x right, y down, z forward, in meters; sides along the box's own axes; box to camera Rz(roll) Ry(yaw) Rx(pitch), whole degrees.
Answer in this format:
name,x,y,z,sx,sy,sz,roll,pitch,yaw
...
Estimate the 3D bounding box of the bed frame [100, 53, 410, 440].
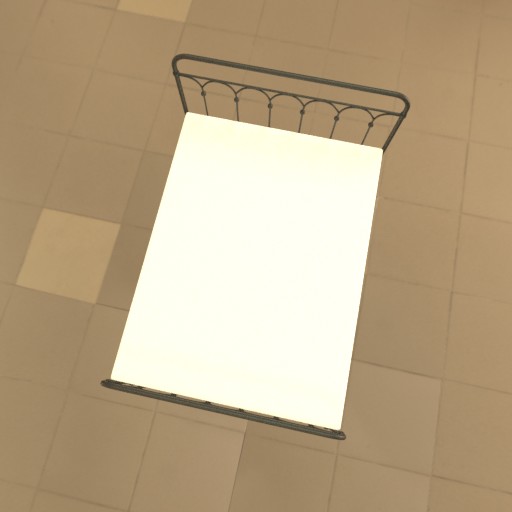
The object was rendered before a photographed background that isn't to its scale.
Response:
name,x,y,z,sx,sy,sz,roll,pitch,yaw
bed frame,0.000,0.000,3.198,1.664,1.276,2.203,12,75,3
